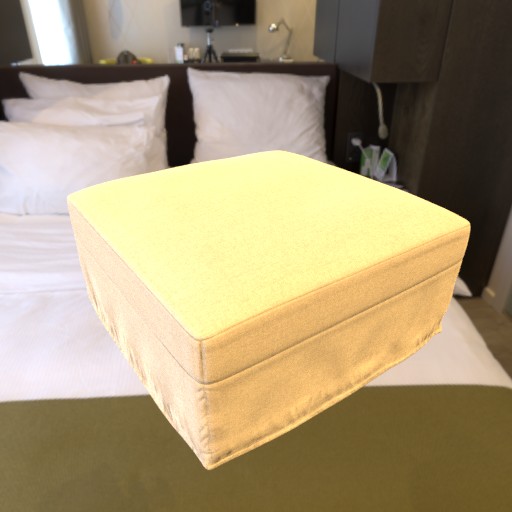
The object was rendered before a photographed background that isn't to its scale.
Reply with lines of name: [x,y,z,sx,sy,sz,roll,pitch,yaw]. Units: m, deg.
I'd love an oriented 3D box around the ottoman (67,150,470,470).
ottoman: [0.000,0.000,1.314,0.840,0.436,0.843,-19,34,-30]
